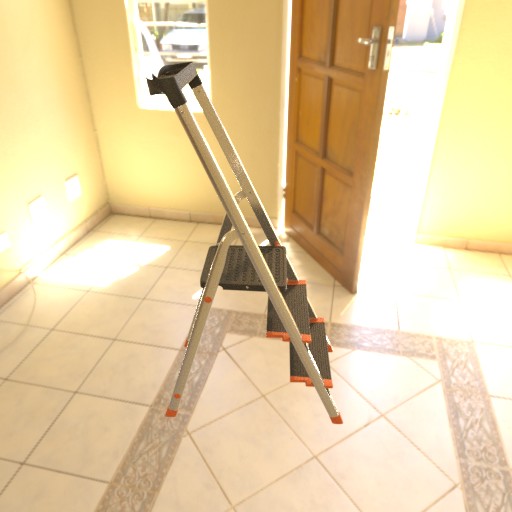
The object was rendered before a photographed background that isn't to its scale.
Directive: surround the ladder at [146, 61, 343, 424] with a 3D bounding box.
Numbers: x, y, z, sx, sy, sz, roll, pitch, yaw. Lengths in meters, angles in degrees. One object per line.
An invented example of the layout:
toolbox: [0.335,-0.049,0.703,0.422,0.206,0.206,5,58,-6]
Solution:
ladder: [0.000,0.000,1.563,0.686,1.229,0.416,1,31,2]
